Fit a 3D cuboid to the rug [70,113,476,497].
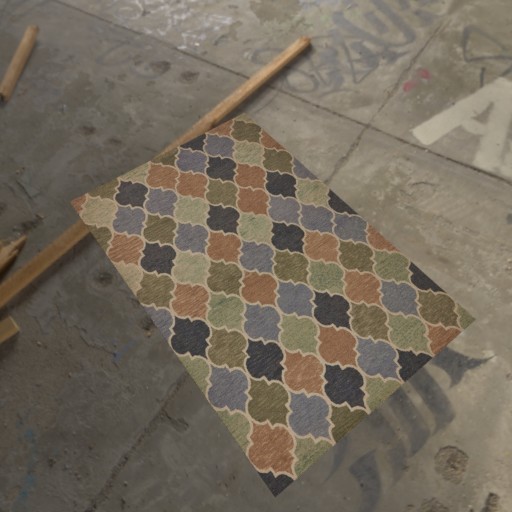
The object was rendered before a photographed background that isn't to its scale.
[{"bbox_3d":[0.000,0.000,2.285,1.216,0.006,1.828,-33,63,-19],"label":"rug"}]
